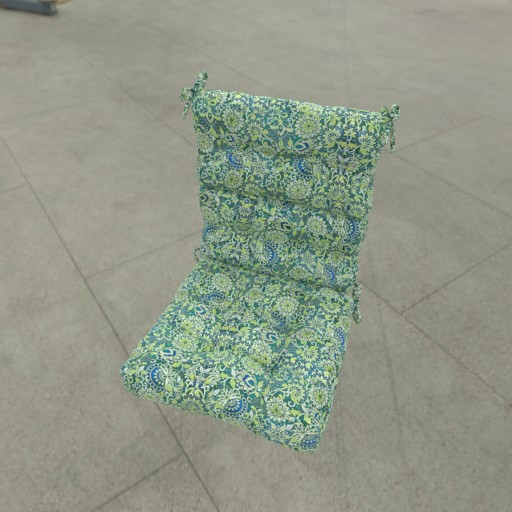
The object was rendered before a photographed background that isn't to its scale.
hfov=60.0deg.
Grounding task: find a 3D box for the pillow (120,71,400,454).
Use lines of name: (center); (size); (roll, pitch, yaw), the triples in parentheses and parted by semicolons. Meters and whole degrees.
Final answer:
pillow: (0.000, 0.000, 1.013); (0.519, 0.605, 0.571); (13, 43, 15)
